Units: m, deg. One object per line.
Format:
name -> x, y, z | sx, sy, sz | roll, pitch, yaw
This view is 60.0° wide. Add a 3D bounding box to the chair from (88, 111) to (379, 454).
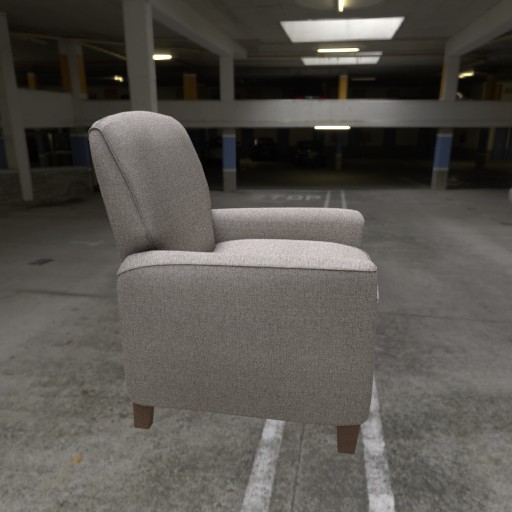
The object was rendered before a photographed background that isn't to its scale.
chair -> 0.000, 0.000, 1.625 | 0.864, 1.014, 0.848 | 3, 17, 9
